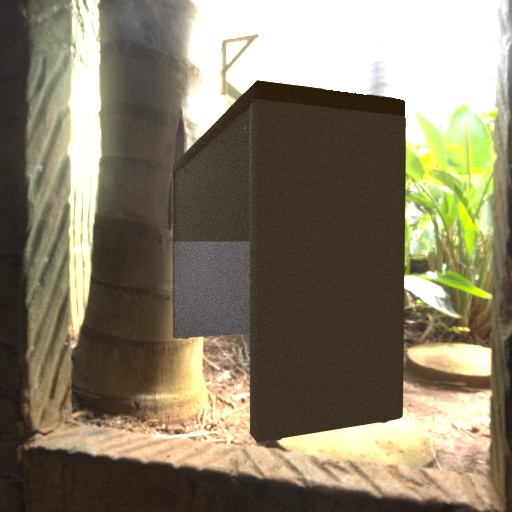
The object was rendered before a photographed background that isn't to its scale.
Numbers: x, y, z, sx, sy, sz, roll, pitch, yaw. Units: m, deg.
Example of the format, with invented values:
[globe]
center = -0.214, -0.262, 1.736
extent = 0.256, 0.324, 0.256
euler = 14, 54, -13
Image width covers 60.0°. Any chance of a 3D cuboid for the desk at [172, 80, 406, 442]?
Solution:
[desk]
center = 0.000, 0.000, 1.502
extent = 0.390, 0.760, 1.100
euler = -1, 2, -20
